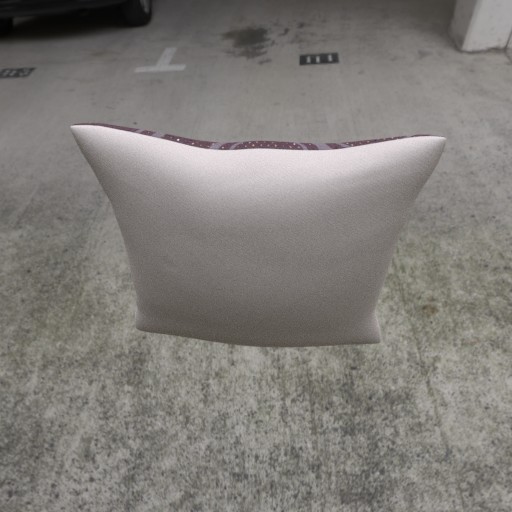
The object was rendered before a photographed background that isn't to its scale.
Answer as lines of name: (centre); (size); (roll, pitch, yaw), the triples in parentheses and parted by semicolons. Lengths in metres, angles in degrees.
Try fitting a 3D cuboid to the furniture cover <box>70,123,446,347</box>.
furniture cover: (0.000, 0.000, 0.818); (0.552, 0.509, 0.193); (3, 45, 3)
